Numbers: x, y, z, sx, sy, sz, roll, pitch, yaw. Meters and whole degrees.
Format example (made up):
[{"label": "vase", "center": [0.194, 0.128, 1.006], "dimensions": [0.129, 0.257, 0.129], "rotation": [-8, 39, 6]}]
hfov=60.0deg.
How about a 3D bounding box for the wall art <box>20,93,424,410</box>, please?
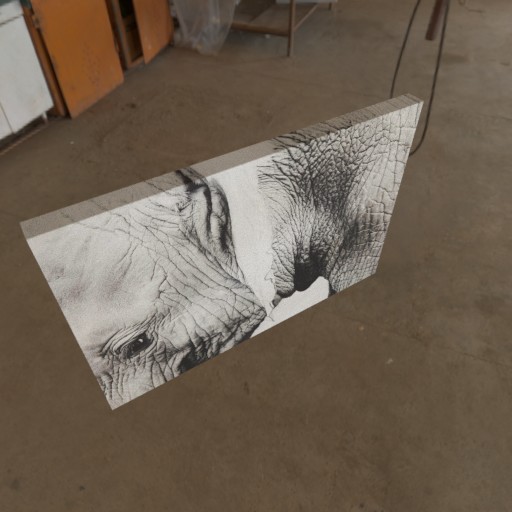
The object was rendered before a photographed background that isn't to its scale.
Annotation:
[{"label": "wall art", "center": [0.000, 0.000, 0.752], "dimensions": [0.613, 0.407, 0.035], "rotation": [-24, 50, -22]}]
